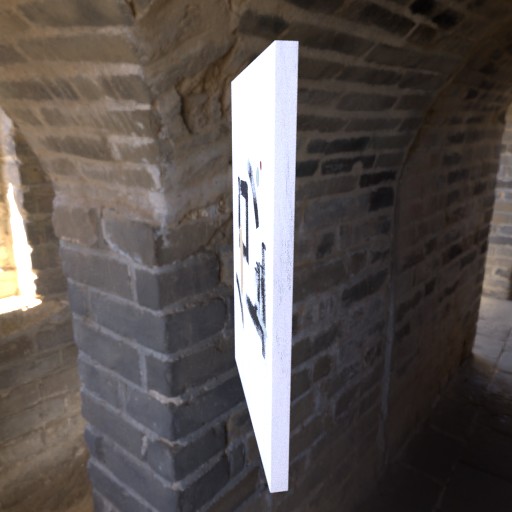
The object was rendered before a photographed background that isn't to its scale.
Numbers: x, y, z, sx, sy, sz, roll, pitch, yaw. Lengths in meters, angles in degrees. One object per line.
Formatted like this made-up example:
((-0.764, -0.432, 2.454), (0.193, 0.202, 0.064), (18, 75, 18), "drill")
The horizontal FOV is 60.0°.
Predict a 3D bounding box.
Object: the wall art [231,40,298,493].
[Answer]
((0.000, 0.000, 1.156), (0.043, 0.914, 0.624), (-3, 16, -9), "wall art")
